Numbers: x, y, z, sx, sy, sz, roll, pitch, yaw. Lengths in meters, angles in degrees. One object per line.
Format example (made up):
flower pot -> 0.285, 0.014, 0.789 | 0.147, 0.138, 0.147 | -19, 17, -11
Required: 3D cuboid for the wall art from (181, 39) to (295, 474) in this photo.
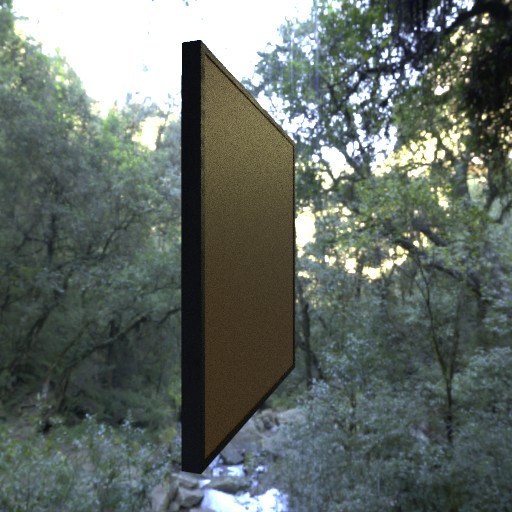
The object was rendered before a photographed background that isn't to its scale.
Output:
wall art -> 0.000, 0.000, 1.144 | 0.039, 0.763, 0.763 | 0, 0, 18
